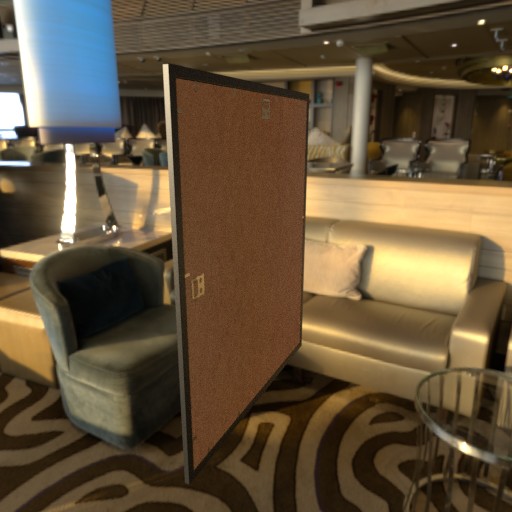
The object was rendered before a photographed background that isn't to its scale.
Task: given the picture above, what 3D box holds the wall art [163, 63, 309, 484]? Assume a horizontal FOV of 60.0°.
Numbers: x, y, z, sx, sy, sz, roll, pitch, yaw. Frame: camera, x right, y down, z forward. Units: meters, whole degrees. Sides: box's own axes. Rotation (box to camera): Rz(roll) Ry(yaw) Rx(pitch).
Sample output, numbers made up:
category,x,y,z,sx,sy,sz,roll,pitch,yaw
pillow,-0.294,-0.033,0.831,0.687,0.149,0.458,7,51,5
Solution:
category,x,y,z,sx,sy,sz,roll,pitch,yaw
wall art,0.000,0.000,0.906,0.018,0.660,0.559,7,17,24
